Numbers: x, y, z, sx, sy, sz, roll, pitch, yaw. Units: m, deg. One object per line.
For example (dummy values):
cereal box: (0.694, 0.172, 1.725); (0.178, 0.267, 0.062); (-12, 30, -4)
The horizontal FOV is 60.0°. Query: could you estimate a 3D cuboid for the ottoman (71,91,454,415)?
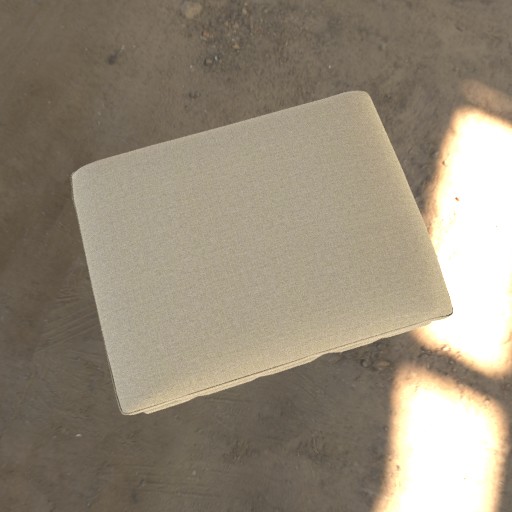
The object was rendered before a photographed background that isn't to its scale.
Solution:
ottoman: (0.000, 0.000, 1.040); (0.684, 0.463, 0.541); (-16, 76, -4)
